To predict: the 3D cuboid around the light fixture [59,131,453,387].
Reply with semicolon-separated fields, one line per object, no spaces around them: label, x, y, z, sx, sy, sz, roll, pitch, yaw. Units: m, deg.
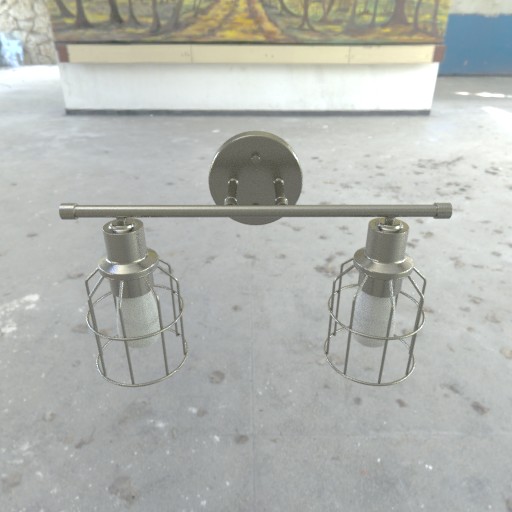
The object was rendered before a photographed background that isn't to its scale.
light fixture;0.000;0.000;0.522;0.406;0.254;0.165;0;29;0
